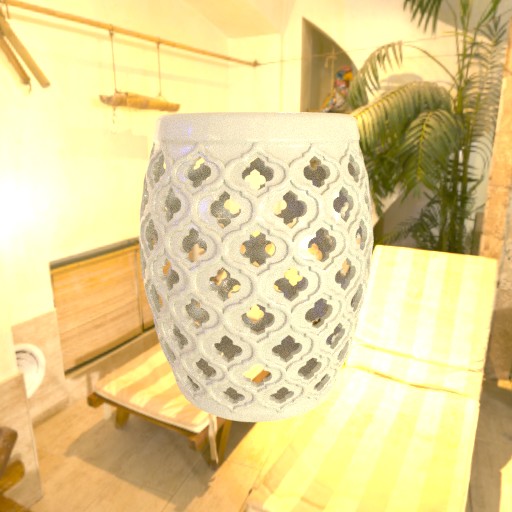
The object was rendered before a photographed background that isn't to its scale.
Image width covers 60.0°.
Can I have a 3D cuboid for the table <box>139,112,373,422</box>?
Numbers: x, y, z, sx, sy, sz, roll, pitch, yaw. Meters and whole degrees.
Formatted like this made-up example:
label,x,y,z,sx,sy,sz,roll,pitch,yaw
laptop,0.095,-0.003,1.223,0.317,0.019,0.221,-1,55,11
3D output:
label,x,y,z,sx,sy,sz,roll,pitch,yaw
table,0.000,0.000,0.641,0.325,0.388,0.325,0,16,0
